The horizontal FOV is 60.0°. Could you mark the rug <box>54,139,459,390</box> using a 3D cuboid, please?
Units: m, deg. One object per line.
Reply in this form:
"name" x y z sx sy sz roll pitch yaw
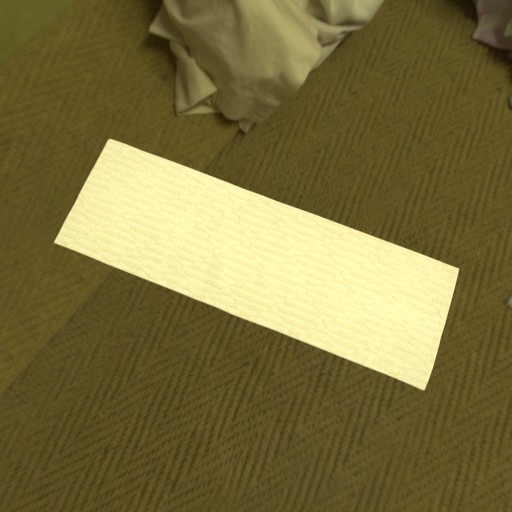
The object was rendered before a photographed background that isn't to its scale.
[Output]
"rug" 0.000 0.000 2.790 2.450 0.014 0.793 21 77 5
